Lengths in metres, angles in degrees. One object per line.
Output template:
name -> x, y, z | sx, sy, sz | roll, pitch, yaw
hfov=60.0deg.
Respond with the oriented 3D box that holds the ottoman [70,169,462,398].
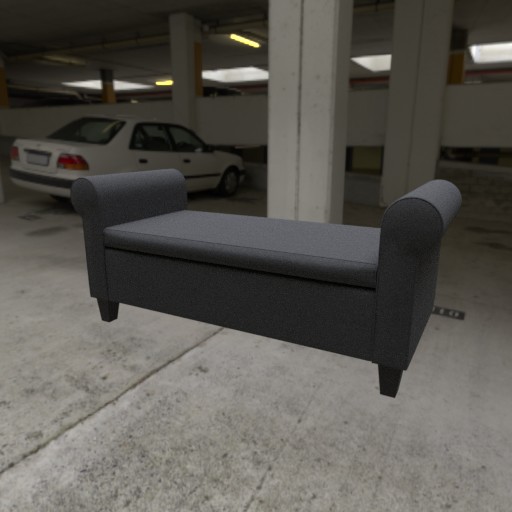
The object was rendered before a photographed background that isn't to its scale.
ottoman -> 0.000, 0.000, 1.575 | 1.256, 0.547, 0.521 | 8, 17, 28
